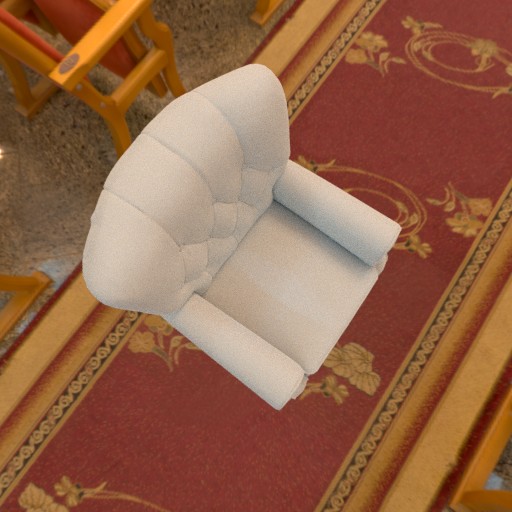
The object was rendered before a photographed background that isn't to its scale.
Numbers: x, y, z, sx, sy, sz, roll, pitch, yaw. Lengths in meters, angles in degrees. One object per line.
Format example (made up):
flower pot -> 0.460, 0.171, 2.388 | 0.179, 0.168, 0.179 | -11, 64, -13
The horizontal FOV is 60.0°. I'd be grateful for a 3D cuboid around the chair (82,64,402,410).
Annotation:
chair -> 0.000, 0.000, 2.103 | 1.128, 1.217, 1.090 | 35, 79, 8
